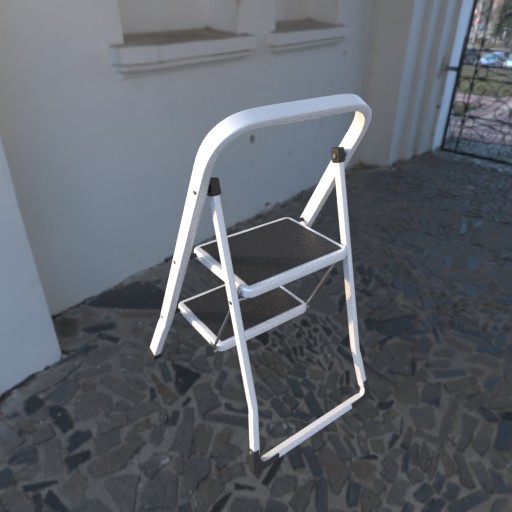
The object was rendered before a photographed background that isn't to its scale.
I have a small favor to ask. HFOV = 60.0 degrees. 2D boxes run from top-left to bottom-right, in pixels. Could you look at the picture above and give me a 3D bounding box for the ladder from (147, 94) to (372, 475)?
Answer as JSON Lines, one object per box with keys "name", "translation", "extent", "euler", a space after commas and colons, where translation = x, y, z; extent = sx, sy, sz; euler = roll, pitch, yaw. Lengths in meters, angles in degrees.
{"name": "ladder", "translation": [0.000, 0.000, 1.132], "extent": [0.460, 0.810, 0.544], "euler": [-20, 36, -31]}
